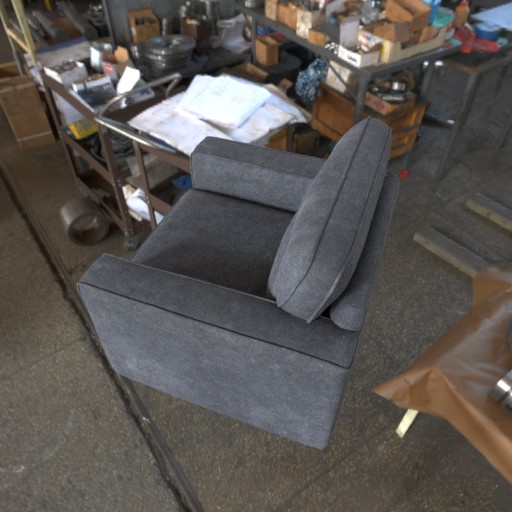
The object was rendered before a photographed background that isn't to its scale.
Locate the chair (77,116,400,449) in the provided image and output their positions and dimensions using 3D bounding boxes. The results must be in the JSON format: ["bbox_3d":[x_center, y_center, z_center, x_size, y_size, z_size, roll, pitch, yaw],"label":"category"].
[{"bbox_3d":[0.000,0.000,1.780,0.939,0.965,1.015,15,48,14],"label":"chair"}]
